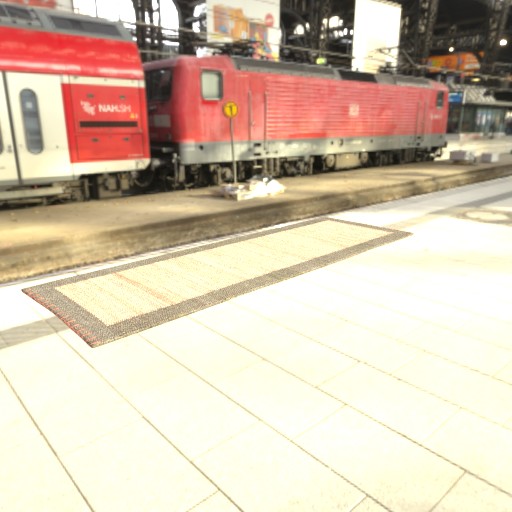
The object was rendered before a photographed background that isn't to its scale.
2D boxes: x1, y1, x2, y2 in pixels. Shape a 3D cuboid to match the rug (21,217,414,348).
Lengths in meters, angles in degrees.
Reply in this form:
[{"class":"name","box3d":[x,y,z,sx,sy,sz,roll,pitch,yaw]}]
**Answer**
[{"class":"rug","box3d":[0.000,0.000,2.667,2.413,0.016,0.810,-16,23,-42]}]
